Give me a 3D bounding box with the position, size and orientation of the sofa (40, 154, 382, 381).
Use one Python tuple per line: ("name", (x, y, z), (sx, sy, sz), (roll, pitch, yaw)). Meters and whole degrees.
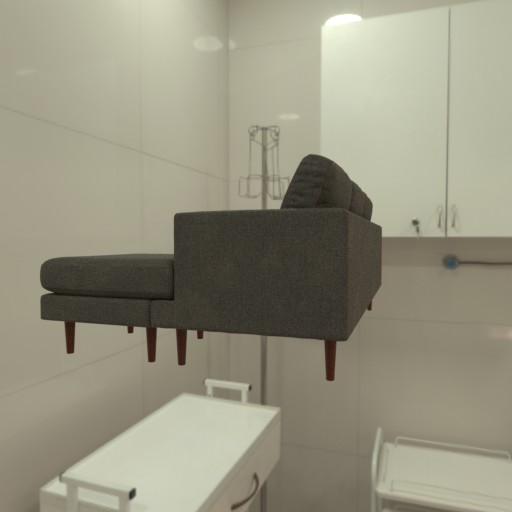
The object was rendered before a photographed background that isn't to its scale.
("sofa", (0.000, 0.000, 2.973), (1.504, 0.956, 2.233), (1, 2, 19))
